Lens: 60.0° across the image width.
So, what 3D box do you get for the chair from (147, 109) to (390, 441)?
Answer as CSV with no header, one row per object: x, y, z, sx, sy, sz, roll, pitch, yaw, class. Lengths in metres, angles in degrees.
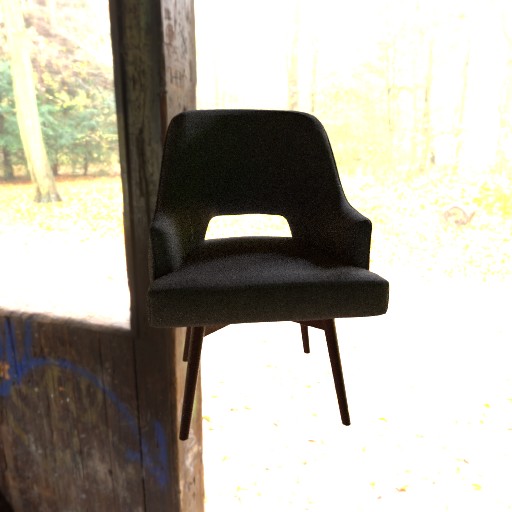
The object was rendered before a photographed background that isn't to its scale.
0.000,0.000,1.315,0.608,0.875,0.629,-2,14,-8,chair
